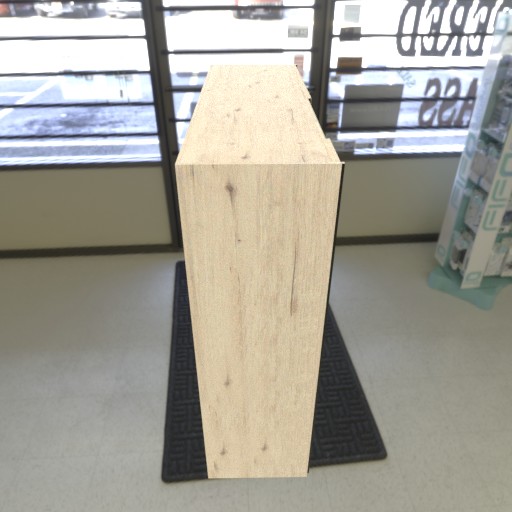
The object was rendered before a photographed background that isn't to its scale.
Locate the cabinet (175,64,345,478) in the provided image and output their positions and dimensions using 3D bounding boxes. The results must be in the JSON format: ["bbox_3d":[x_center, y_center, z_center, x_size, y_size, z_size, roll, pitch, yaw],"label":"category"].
[{"bbox_3d":[0.000,0.000,3.153,0.660,2.180,2.000,-1,34,-1],"label":"cabinet"}]
